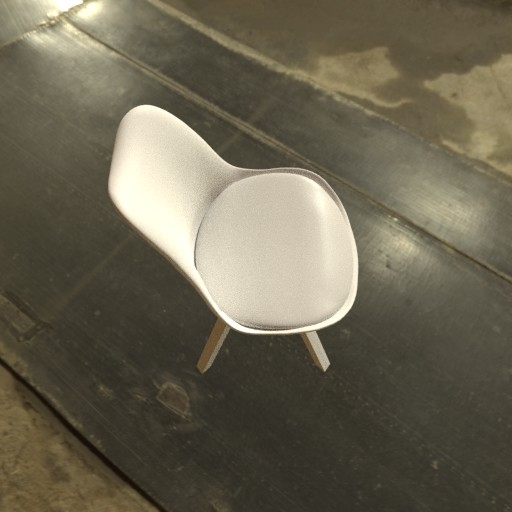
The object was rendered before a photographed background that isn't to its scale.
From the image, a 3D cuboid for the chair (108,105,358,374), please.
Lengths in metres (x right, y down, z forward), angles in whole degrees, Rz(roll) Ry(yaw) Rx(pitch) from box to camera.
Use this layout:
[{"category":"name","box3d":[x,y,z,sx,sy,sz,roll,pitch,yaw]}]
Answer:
[{"category":"chair","box3d":[0.000,0.000,1.208,0.550,0.850,0.485,-1,63,0]}]
